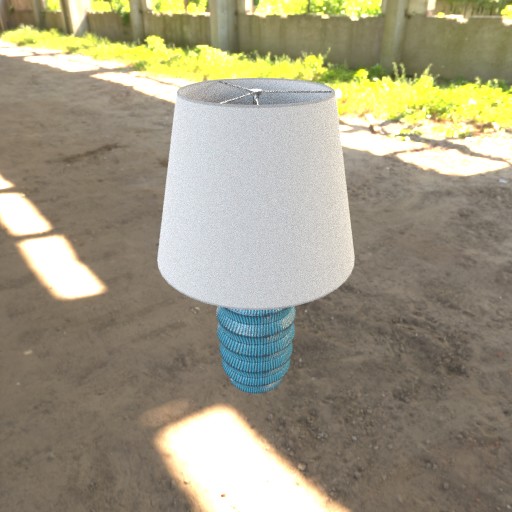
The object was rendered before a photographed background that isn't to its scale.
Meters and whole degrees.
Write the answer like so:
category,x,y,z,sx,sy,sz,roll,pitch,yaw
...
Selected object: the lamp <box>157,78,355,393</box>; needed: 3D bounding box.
category,x,y,z,sx,sy,sz,roll,pitch,yaw
lamp,0.000,0.000,0.816,0.355,0.582,0.355,0,30,0
